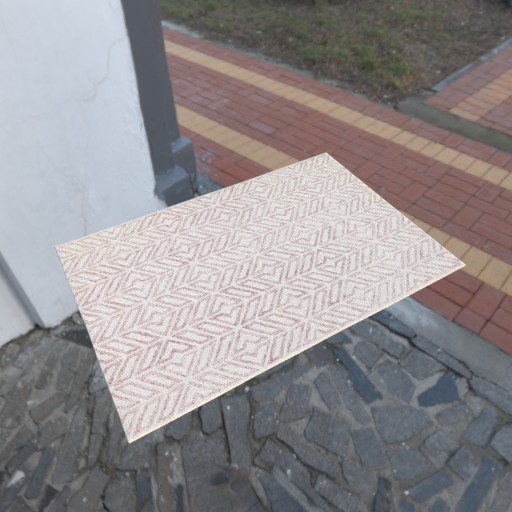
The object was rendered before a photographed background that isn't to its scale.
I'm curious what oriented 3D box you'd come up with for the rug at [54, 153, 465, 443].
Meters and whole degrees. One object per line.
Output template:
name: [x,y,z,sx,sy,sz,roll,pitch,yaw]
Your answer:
rug: [0.000,0.000,2.363,1.828,0.007,1.220,-23,50,-20]
